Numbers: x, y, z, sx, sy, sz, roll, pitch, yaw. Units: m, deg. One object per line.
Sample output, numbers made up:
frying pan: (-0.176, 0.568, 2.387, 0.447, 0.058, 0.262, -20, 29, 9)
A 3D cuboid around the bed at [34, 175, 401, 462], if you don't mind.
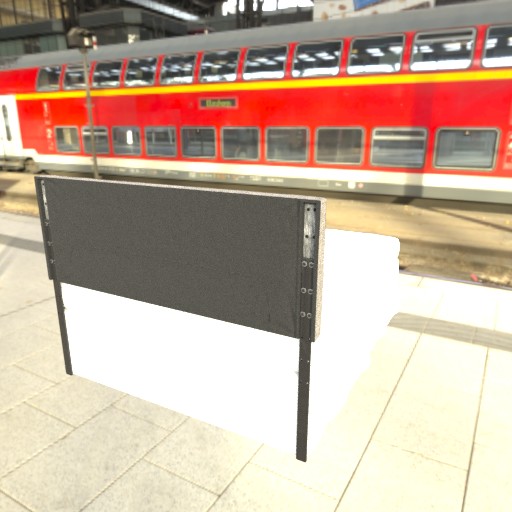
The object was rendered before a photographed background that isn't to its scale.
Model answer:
bed: (0.000, 0.000, 2.945, 1.621, 1.168, 1.958, 9, 19, 27)
